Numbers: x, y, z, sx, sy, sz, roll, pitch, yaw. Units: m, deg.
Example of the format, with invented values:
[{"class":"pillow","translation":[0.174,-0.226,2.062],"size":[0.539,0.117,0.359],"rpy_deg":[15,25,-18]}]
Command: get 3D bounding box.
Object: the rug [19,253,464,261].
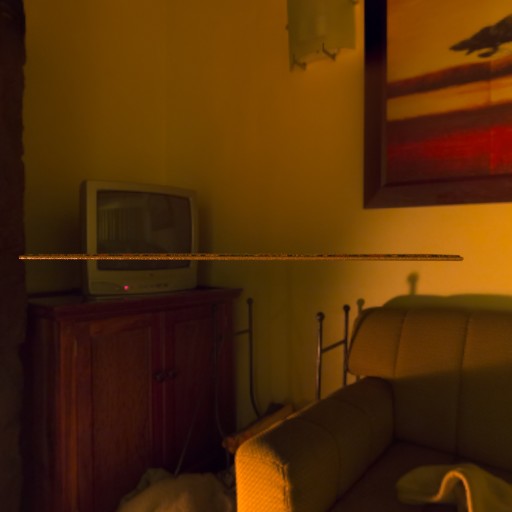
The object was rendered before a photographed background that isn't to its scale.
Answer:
[{"class":"rug","translation":[0.000,0.000,2.837],"size":[2.204,0.024,1.588],"rpy_deg":[0,0,17]}]
